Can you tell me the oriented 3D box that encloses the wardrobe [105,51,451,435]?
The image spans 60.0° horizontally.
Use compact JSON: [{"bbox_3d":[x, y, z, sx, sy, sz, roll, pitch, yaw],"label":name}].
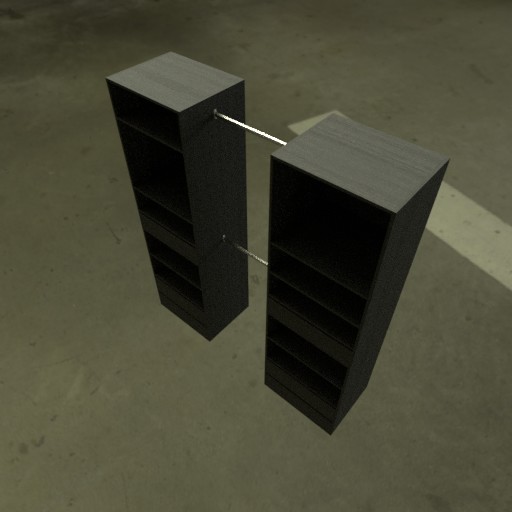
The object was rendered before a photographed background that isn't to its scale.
[{"bbox_3d":[0.000,0.000,2.875,1.770,2.000,0.480,31,53,27],"label":"wardrobe"}]
